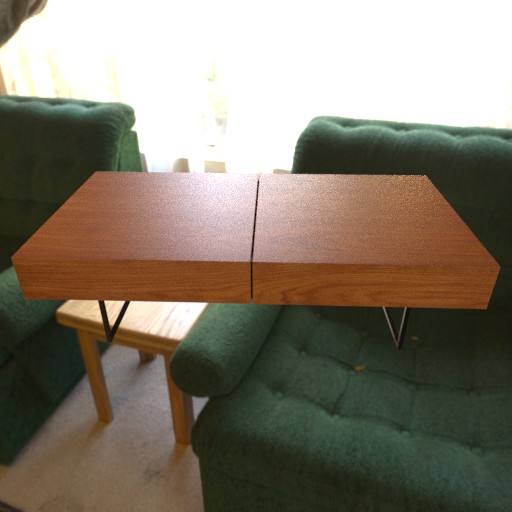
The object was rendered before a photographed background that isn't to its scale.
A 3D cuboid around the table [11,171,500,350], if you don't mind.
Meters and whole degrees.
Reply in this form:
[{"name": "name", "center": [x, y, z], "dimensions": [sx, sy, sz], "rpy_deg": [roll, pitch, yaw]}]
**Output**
[{"name": "table", "center": [0.000, 0.000, 1.426], "dimensions": [1.194, 0.330, 0.610], "rpy_deg": [1, 31, 2]}]
